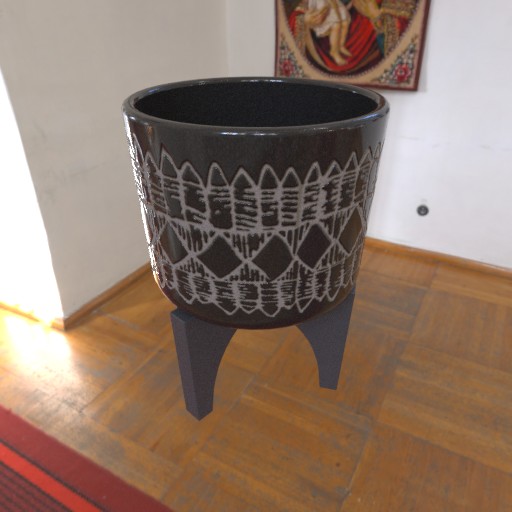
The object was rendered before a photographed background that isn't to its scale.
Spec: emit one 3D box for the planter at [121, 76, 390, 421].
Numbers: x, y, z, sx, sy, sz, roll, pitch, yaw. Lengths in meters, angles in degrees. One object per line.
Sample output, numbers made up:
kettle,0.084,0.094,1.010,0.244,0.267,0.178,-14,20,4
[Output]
planter,0.000,0.000,0.514,0.251,0.355,0.251,-8,31,-14
